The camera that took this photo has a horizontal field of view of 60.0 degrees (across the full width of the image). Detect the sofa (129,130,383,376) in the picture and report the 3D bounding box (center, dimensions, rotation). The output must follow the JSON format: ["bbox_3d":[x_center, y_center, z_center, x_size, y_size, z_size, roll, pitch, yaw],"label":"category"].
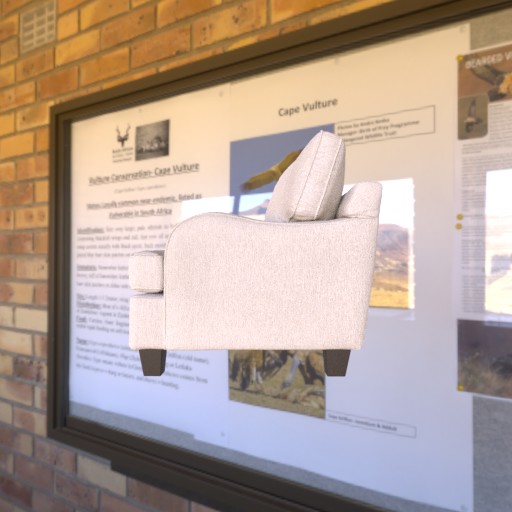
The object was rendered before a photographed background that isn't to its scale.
[{"bbox_3d":[0.000,0.000,2.867,1.016,0.991,2.323,0,-1,0],"label":"sofa"}]
